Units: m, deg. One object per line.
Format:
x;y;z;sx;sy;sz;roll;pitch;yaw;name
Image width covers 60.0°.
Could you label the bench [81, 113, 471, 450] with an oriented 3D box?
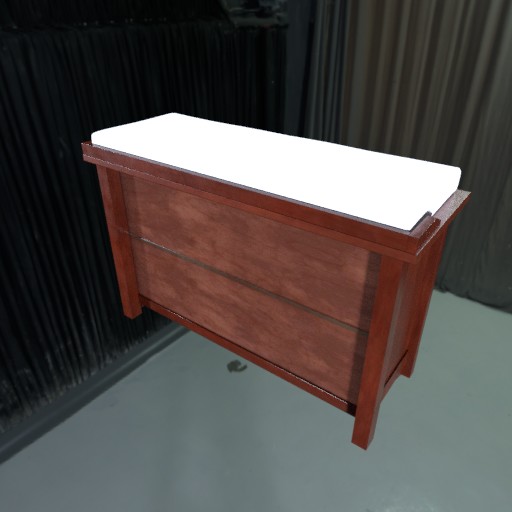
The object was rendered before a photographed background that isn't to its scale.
0.000;0.000;1.301;0.987;0.646;0.369;21;36;31;bench
